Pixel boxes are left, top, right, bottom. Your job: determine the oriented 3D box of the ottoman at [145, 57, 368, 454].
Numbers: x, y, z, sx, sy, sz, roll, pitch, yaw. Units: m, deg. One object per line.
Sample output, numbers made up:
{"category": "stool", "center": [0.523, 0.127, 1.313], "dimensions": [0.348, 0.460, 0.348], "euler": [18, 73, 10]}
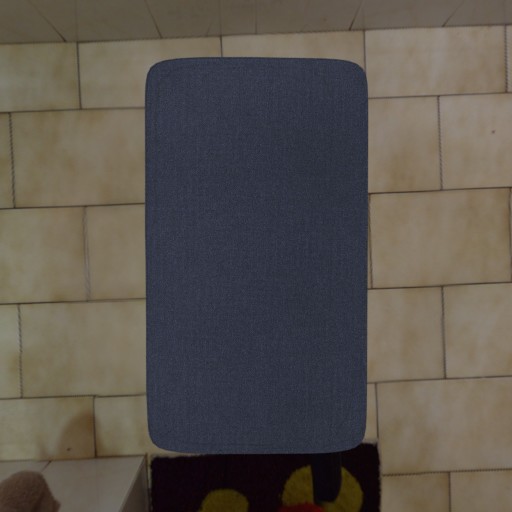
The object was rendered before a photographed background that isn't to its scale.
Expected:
{"category": "ottoman", "center": [0.000, 0.000, 1.176], "dimensions": [0.505, 0.453, 0.895], "euler": [0, 91, -1]}
